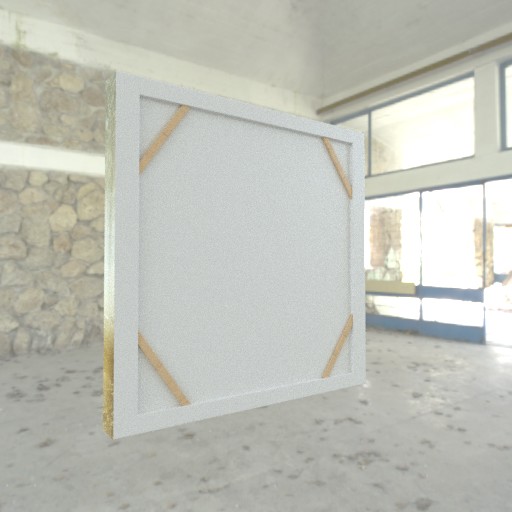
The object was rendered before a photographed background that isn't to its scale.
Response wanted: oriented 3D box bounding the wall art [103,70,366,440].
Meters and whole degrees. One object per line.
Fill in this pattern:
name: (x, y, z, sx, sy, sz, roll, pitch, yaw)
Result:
wall art: (0.000, 0.000, 0.618, 0.405, 0.407, 0.038, 1, -2, -35)
